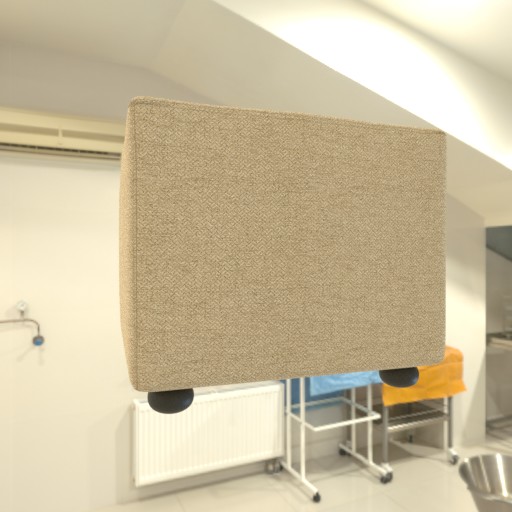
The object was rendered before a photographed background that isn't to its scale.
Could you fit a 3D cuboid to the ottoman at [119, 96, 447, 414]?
[{"bbox_3d":[0.000,0.000,0.867,0.508,0.432,0.508,0,0,-18],"label":"ottoman"}]
